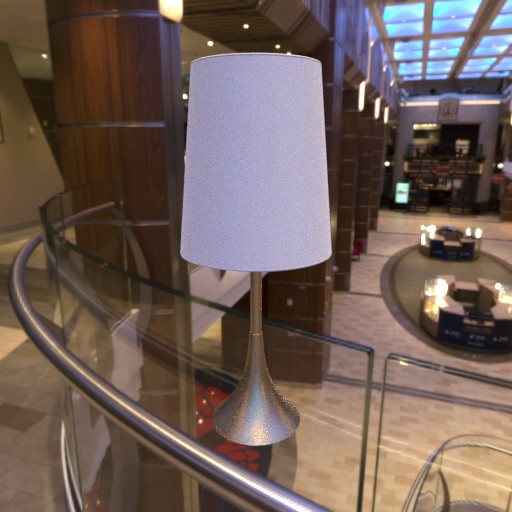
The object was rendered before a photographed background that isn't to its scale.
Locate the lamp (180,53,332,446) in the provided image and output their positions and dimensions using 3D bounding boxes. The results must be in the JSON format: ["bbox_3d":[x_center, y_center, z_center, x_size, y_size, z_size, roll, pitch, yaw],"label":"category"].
[{"bbox_3d":[0.000,0.000,0.687,0.231,0.569,0.231,0,15,0],"label":"lamp"}]
